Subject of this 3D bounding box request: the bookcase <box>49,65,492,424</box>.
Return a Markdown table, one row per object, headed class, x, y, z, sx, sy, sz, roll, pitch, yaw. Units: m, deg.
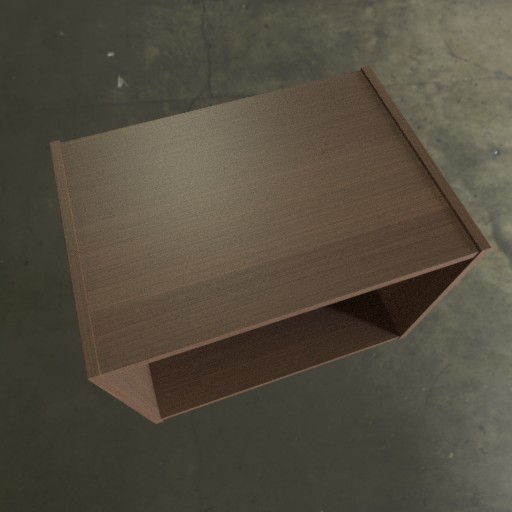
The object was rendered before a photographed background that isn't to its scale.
| class | x | y | z | sx | sy | sz | roll | pitch | yaw |
| --- | --- | --- | --- | --- | --- | --- | --- | --- | --- |
| bookcase | 0.000 | 0.000 | 0.623 | 0.415 | 0.305 | 0.290 | -17 | 63 | -9 |
